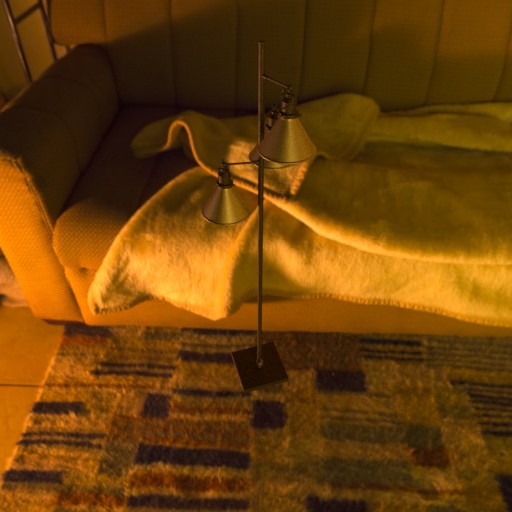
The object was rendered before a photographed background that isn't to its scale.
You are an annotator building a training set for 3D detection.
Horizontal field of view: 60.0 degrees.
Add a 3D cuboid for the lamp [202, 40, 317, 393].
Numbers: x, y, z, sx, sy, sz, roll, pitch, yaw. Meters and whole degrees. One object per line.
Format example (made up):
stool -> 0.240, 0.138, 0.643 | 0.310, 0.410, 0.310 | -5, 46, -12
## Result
lamp -> 0.000, 0.000, 1.902 | 0.415, 1.716, 0.428 | -12, 43, -13
